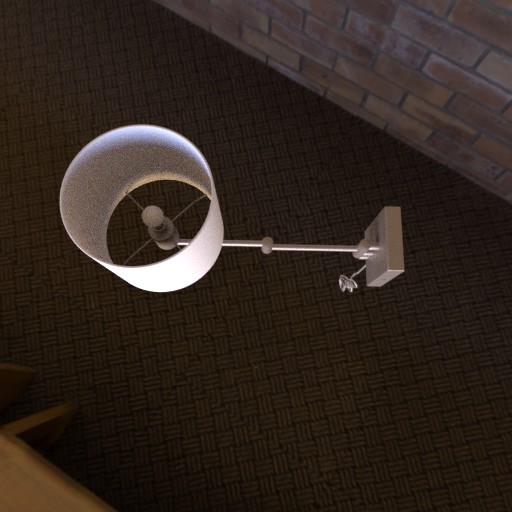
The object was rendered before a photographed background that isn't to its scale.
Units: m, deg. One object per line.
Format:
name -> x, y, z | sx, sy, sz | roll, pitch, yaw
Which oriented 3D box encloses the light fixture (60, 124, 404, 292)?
light fixture -> 0.000, 0.000, 0.899 | 0.516, 0.651, 0.203 | 1, 76, 0
